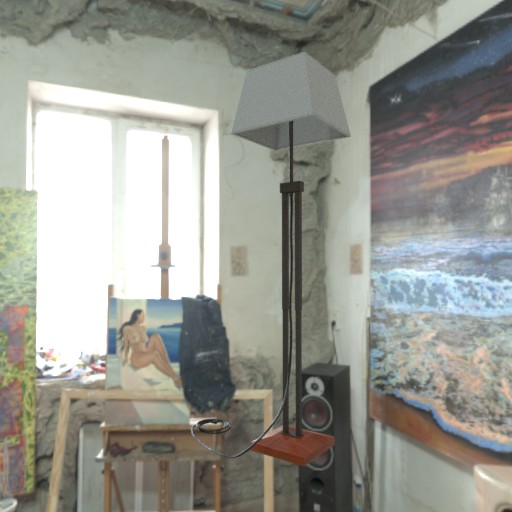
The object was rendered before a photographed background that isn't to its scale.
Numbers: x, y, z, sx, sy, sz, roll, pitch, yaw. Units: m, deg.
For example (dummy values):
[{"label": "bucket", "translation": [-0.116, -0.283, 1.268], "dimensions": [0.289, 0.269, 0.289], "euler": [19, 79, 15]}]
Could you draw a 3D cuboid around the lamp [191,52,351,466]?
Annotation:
[{"label": "lamp", "translation": [0.000, 0.000, 2.057], "dimensions": [0.745, 1.712, 0.472], "euler": [-1, -2, 36]}]
